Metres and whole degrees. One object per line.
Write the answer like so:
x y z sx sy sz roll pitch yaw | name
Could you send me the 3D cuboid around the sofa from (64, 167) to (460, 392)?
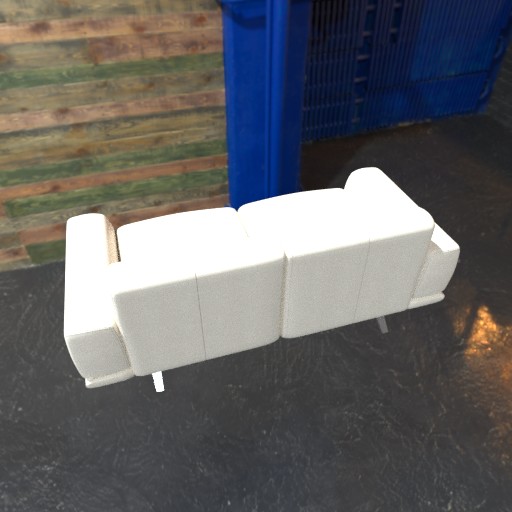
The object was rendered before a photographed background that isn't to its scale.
0.000 0.000 2.405 1.901 0.772 0.900 -11 42 -13 | sofa
